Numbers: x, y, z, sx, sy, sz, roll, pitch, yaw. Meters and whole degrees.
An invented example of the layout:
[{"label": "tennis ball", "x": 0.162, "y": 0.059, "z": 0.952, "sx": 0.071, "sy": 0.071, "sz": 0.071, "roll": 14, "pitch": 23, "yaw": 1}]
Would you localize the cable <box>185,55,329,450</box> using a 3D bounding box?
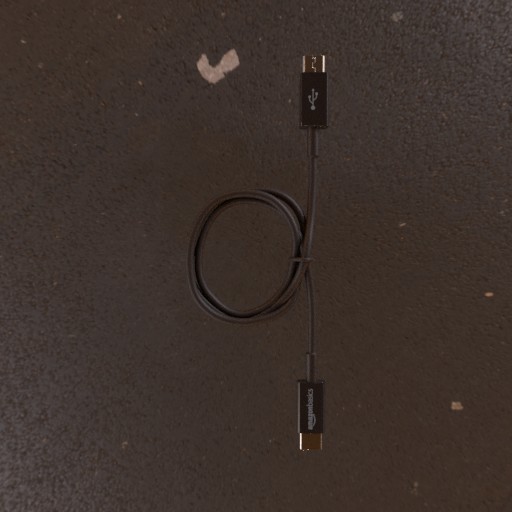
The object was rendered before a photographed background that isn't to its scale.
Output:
[{"label": "cable", "x": 0.000, "y": 0.000, "z": 0.214, "sx": 0.070, "sy": 0.014, "sz": 0.192, "roll": 0, "pitch": 92, "yaw": 1}]
